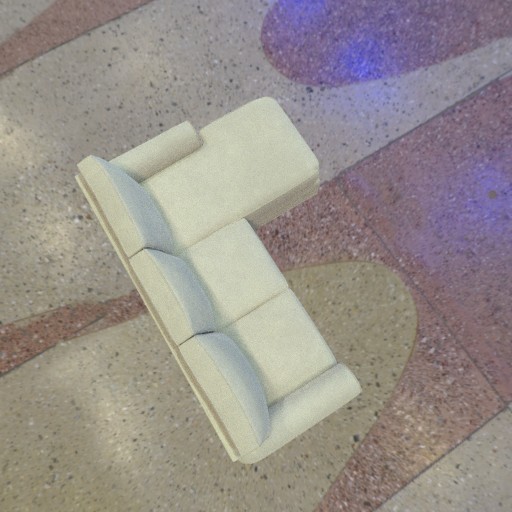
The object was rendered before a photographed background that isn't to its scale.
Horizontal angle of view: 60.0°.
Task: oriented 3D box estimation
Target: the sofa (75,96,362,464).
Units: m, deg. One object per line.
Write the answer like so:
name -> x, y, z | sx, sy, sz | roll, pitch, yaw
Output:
sofa -> 0.000, 0.000, 2.432 | 1.226, 0.734, 1.770 | -31, 77, -8
